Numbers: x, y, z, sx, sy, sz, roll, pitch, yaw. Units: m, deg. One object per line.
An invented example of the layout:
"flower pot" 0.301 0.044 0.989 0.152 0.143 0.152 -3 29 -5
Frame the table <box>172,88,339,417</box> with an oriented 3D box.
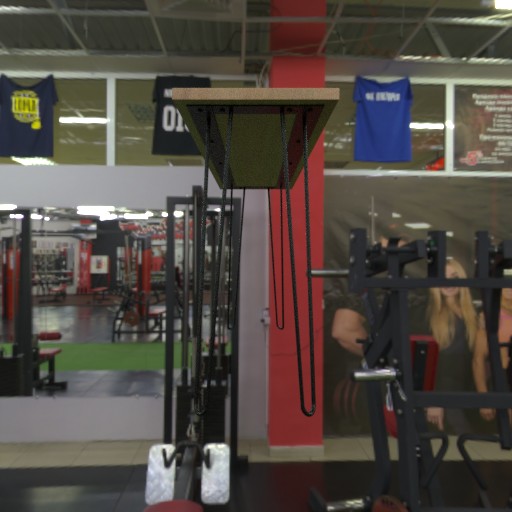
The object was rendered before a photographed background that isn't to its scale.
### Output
"table" 0.000 0.000 1.756 0.399 0.799 1.400 0 0 0
